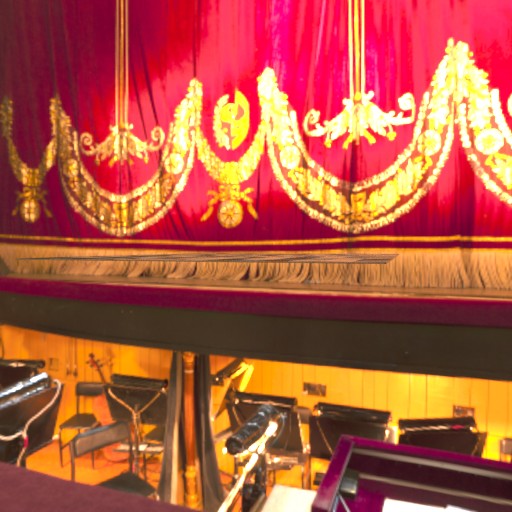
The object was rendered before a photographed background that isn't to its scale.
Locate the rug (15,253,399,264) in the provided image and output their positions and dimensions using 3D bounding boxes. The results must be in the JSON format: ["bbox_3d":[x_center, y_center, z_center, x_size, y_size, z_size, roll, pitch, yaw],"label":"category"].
[{"bbox_3d":[0.000,0.000,4.043,2.440,0.008,3.036,0,1,19],"label":"rug"}]
